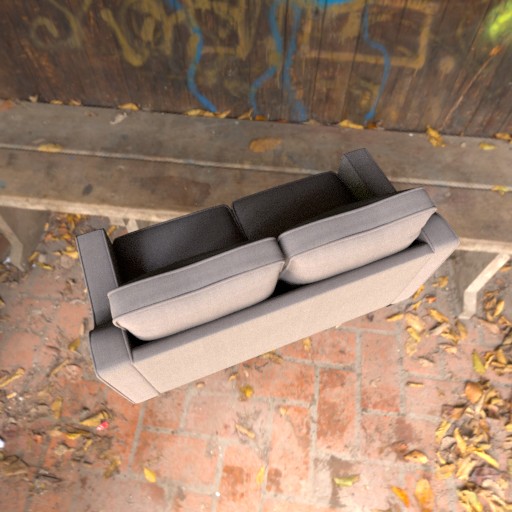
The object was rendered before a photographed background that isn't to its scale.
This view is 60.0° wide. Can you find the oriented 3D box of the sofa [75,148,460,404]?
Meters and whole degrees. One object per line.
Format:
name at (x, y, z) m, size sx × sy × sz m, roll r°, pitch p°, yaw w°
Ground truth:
sofa at (0.000, 0.000, 2.075) m, size 1.500 × 0.948 × 0.791 m, roll -19°, pitch 61°, yaw -11°
